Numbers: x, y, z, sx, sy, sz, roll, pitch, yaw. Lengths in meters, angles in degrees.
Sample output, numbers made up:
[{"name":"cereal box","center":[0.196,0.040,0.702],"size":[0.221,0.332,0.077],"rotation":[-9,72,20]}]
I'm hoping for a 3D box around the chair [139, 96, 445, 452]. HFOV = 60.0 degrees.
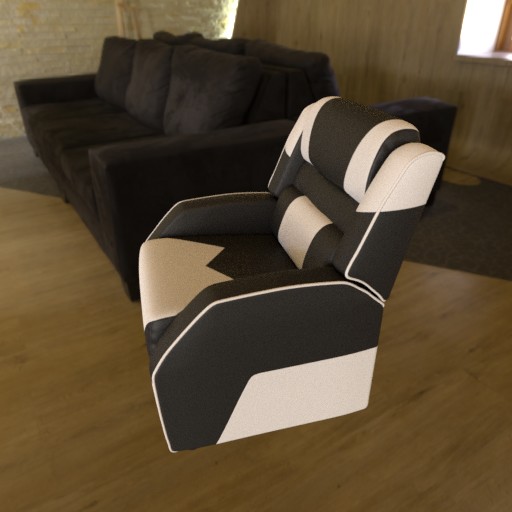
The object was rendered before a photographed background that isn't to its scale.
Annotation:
[{"name":"chair","center":[0.000,0.000,1.282],"size":[0.672,0.805,0.620],"rotation":[-8,30,-14]}]
